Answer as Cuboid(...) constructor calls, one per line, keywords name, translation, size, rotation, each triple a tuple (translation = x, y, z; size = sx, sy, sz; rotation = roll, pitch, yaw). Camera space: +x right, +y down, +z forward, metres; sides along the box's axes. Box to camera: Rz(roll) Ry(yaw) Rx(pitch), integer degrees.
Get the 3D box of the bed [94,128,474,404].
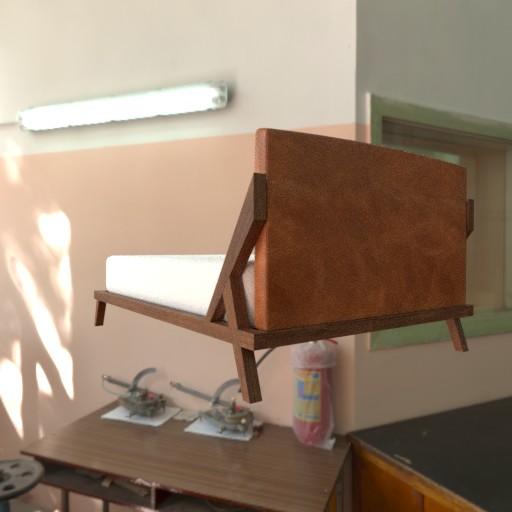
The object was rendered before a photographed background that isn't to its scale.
Cuboid(name="bed", translation=(0.000, 0.000, 3.195), size=(1.651, 1.168, 2.311), rotation=(-1, 1, -35))
